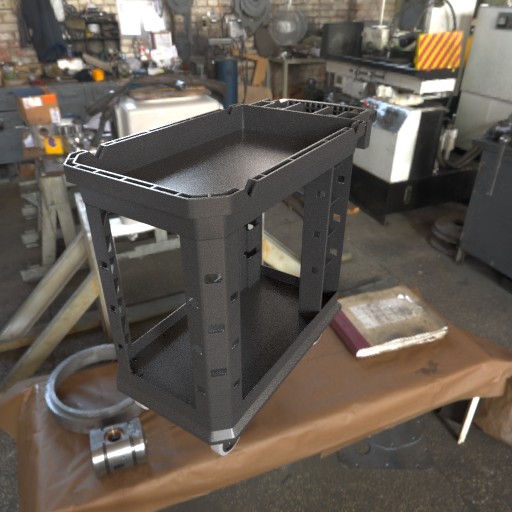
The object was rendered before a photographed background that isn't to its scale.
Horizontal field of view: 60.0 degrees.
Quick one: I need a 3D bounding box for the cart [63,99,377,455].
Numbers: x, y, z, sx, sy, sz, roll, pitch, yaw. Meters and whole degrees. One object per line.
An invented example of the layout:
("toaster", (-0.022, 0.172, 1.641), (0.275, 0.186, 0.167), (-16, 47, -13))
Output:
("cart", (0.000, 0.000, 1.540), (0.497, 0.884, 1.061), (18, 35, 28))
